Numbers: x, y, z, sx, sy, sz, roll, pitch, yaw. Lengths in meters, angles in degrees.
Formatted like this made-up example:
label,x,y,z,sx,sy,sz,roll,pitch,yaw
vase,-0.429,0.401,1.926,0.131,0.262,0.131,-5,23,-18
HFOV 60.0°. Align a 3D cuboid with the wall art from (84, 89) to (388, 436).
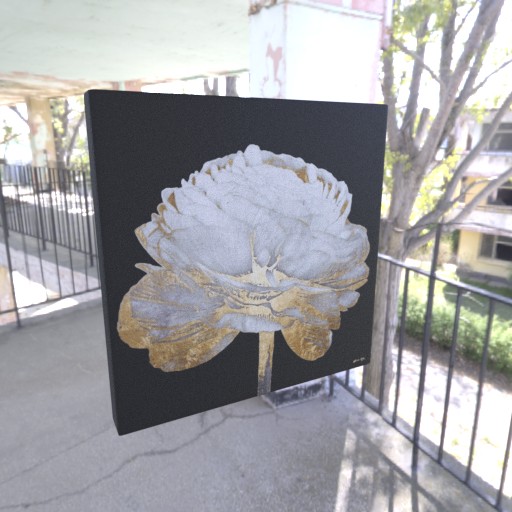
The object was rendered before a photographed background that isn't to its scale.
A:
label,x,y,z,sx,sy,sz,roll,pitch,yaw
wall art,0.000,0.000,0.607,0.406,0.407,0.041,-7,16,-27
